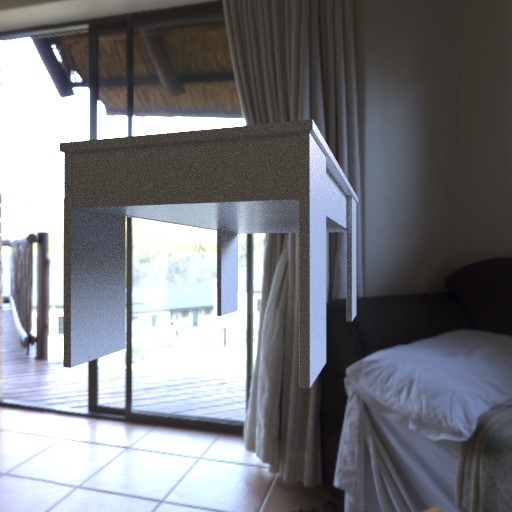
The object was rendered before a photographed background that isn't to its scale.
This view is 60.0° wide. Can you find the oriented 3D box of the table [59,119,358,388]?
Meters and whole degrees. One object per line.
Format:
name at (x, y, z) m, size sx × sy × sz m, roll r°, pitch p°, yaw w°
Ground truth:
table at (0.000, 0.000, 1.269) m, size 0.500 × 0.440 × 1.000 m, roll 0°, pitch 0°, yaw 17°
